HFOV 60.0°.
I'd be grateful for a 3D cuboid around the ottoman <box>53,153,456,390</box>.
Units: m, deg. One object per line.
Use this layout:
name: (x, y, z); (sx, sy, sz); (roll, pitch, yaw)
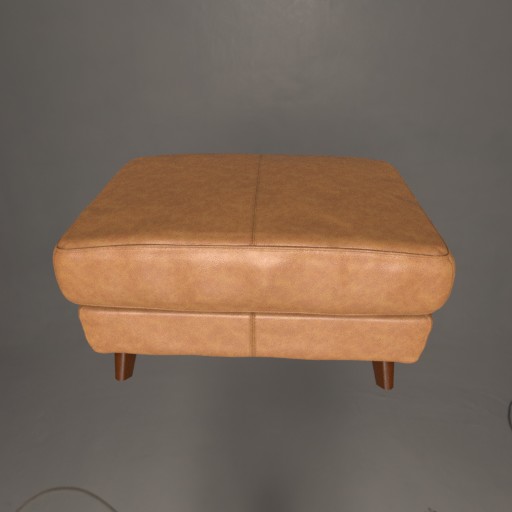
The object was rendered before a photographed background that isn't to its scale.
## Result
ottoman: (0.000, 0.000, 1.237); (0.869, 0.461, 0.630); (1, 31, 2)
